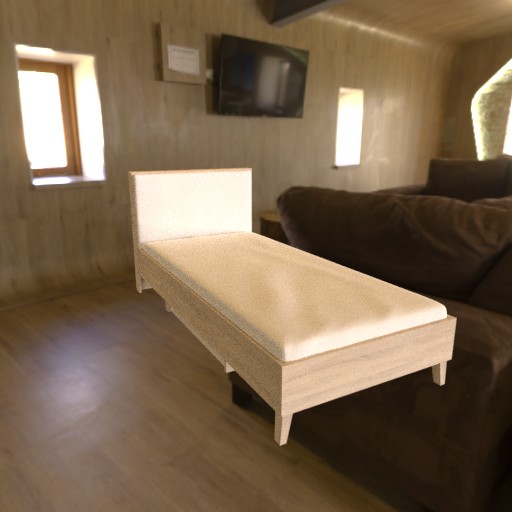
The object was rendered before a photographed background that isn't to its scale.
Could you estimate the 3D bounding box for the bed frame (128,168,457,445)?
[{"bbox_3d":[0.000,0.000,2.720,0.990,0.920,2.140,-8,17,-28],"label":"bed frame"}]
